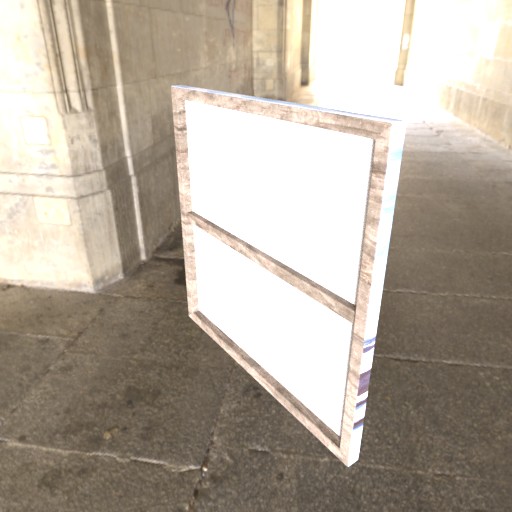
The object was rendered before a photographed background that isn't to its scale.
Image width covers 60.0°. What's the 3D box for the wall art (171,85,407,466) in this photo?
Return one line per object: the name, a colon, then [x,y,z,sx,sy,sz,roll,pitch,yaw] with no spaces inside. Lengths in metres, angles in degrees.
wall art: [0.000,0.000,1.106,0.035,0.747,0.747,-18,31,-32]
